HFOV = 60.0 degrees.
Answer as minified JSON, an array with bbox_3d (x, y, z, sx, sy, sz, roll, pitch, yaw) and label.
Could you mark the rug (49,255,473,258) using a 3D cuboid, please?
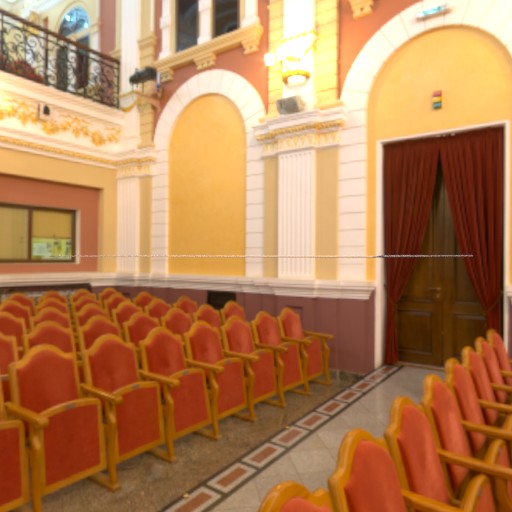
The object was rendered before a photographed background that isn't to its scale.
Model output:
[{"bbox_3d":[0.000,0.000,2.872,2.315,0.010,1.544,0,0,37],"label":"rug"}]
